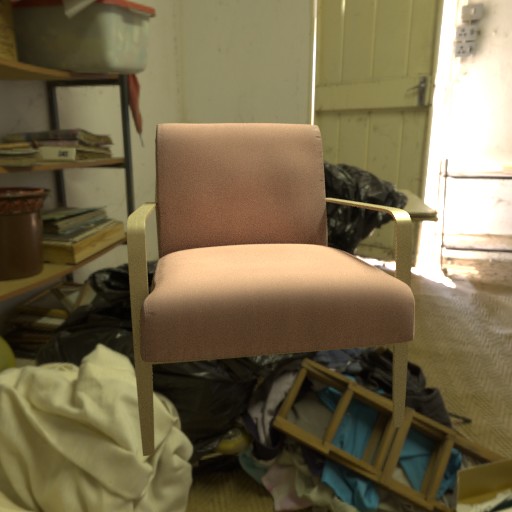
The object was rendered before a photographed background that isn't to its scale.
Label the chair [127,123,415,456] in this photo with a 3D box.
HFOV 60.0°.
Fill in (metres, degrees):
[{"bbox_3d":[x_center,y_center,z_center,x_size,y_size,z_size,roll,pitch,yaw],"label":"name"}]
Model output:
[{"bbox_3d":[0.000,0.000,1.393,0.701,0.823,0.848,-2,15,-9],"label":"chair"}]
